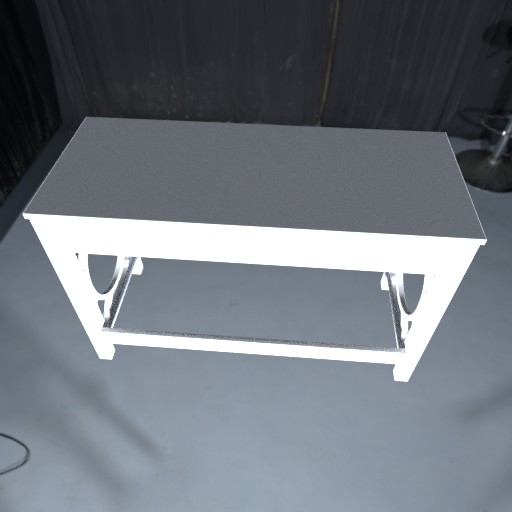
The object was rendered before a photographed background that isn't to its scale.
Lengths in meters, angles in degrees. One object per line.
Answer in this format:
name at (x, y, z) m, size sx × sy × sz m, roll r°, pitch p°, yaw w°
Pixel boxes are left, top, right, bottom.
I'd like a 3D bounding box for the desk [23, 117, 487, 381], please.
desk at (0.000, 0.000, 1.580) m, size 1.191 × 0.762 × 0.504 m, roll 3°, pitch 47°, yaw 3°
